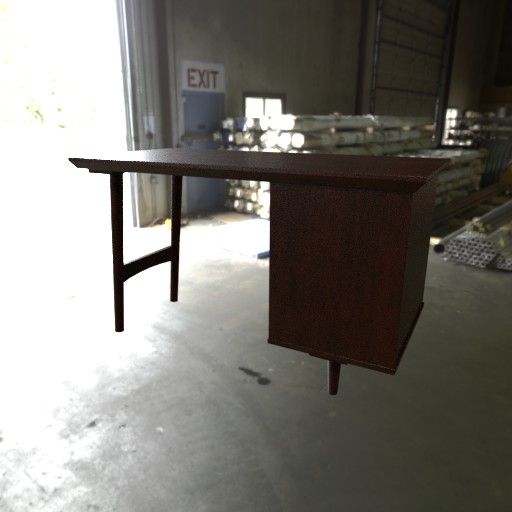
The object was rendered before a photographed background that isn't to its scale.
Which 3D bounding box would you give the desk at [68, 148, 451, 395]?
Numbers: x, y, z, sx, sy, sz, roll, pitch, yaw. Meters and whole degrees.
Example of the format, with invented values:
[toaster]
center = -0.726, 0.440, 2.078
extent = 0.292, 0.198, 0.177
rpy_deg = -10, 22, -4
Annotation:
[desk]
center = 0.000, 0.000, 1.745
extent = 1.277, 0.758, 0.612
rpy_deg = 9, 19, 27
